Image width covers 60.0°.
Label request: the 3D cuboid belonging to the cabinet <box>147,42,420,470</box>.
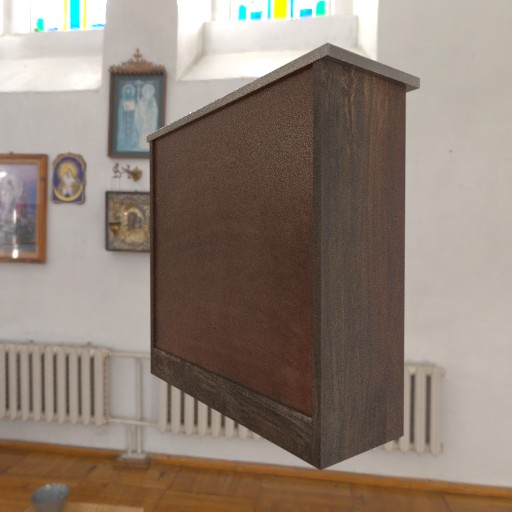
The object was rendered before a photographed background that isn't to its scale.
[{"bbox_3d":[0.000,0.000,1.431,0.338,0.919,0.968,-1,1,-36],"label":"cabinet"}]
